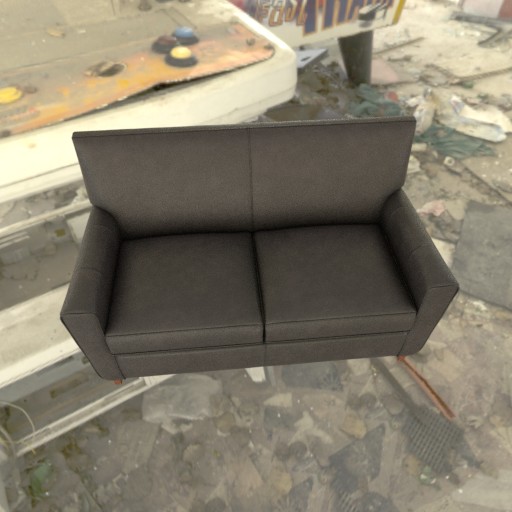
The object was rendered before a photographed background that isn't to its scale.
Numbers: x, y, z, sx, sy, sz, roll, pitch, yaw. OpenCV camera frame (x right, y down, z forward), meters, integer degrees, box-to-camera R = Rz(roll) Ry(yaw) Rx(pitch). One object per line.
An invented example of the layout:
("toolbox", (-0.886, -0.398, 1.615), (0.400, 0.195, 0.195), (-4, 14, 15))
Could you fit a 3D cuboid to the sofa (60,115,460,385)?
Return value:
("sofa", (0.000, 0.000, 1.957), (1.473, 0.871, 0.787), (-4, 46, -4))
